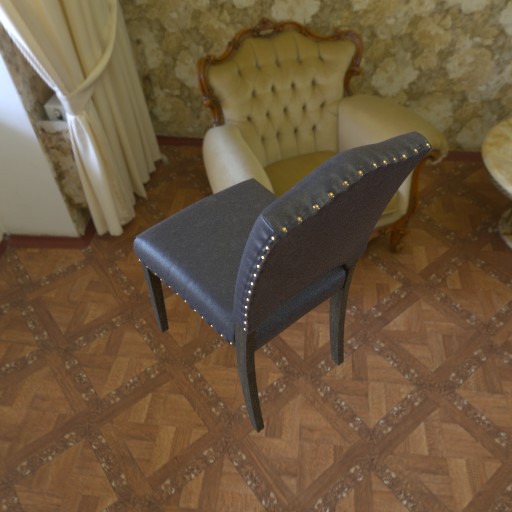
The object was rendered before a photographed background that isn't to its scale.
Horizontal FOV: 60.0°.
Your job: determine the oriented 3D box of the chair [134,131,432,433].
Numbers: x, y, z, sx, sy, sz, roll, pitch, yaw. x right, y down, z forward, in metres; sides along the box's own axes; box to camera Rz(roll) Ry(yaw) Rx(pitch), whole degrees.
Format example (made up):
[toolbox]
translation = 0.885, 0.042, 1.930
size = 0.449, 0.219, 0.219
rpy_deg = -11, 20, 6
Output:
[chair]
translation = 0.000, 0.000, 1.313
size = 0.500, 0.991, 0.633
rpy_deg = -31, 54, -26
